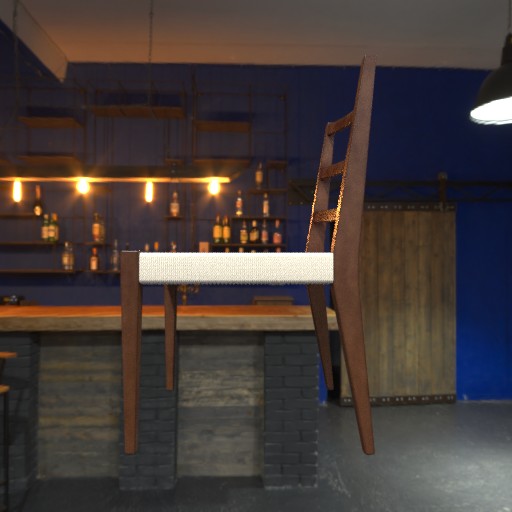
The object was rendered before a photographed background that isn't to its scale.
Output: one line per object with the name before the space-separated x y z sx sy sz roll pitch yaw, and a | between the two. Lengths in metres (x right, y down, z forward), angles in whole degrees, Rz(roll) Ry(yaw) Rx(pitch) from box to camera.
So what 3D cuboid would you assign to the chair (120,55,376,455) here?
chair | 0.000 0.000 1.128 0.551 0.813 0.480 0 -1 -1
